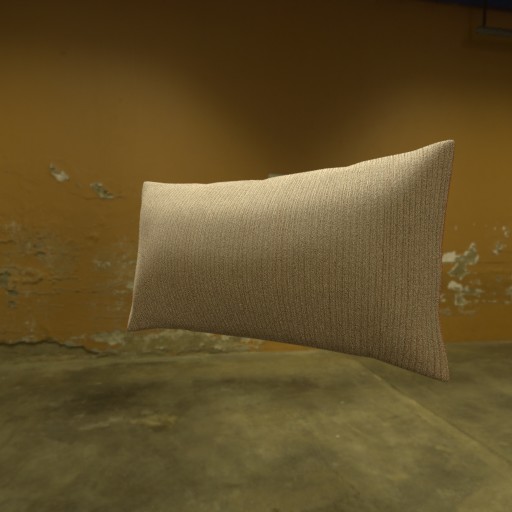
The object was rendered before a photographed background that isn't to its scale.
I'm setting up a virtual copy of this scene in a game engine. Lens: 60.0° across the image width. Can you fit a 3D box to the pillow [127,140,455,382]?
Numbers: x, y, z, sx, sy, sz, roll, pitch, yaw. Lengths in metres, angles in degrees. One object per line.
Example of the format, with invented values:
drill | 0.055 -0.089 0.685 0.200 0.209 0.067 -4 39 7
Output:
pillow | 0.000 0.000 0.733 0.608 0.307 0.155 0 1 35
